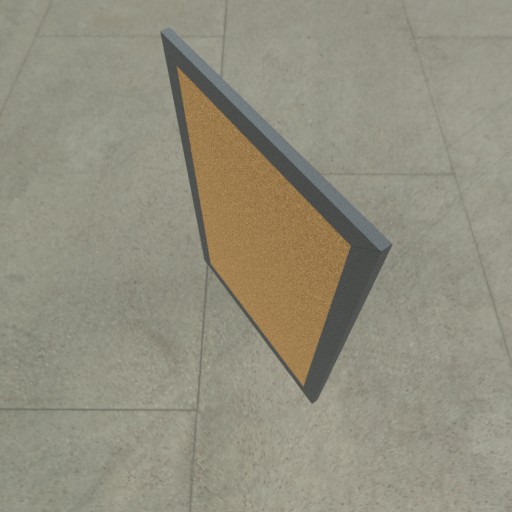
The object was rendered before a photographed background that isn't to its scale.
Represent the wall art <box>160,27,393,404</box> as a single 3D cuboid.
[{"bbox_3d":[0.000,0.000,0.677,0.013,0.534,0.380,-31,63,-17],"label":"wall art"}]
